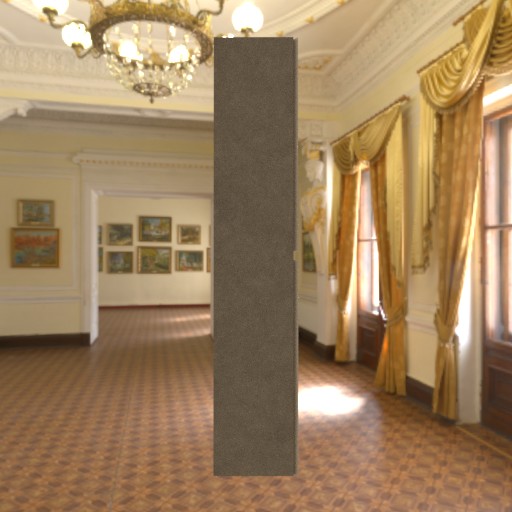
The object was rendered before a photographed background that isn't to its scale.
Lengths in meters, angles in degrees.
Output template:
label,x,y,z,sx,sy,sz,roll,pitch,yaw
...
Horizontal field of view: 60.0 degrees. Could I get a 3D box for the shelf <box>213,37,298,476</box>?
label,x,y,z,sx,sy,sz,roll,pitch,yaw
shelf,0.000,0.000,1.564,0.270,1.400,0.300,0,-1,0
